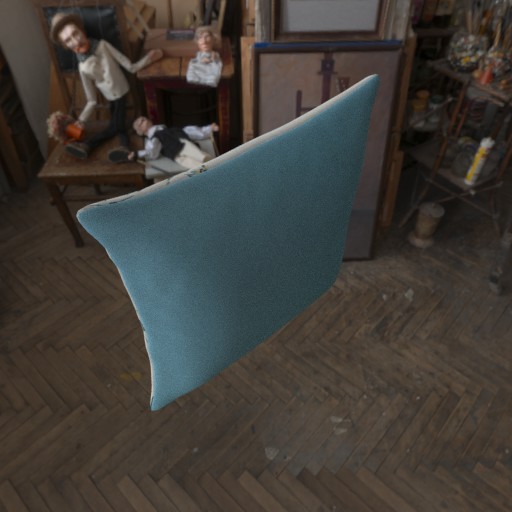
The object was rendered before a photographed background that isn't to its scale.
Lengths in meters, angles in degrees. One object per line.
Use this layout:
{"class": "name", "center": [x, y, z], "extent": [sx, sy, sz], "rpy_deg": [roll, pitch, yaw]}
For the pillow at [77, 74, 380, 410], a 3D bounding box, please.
{"class": "pillow", "center": [0.000, 0.000, 0.785], "extent": [0.526, 0.507, 0.166], "rpy_deg": [-32, 54, -27]}
